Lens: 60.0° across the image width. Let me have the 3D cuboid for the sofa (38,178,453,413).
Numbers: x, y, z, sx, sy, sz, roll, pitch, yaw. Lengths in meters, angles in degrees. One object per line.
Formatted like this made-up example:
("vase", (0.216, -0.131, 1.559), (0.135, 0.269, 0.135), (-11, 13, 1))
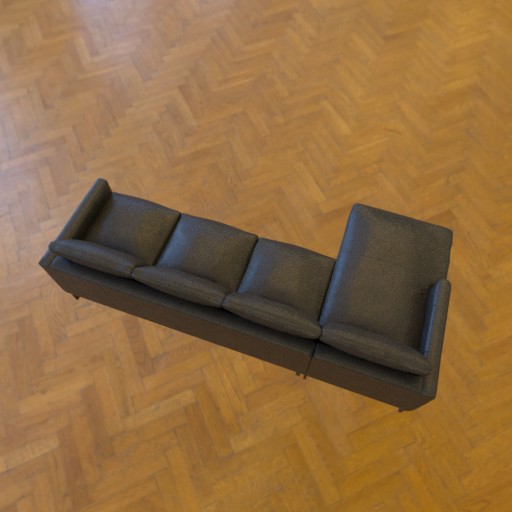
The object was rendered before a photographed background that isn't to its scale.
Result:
("sofa", (0.000, 0.000, 3.626), (2.993, 0.859, 1.471), (17, 62, 9))
